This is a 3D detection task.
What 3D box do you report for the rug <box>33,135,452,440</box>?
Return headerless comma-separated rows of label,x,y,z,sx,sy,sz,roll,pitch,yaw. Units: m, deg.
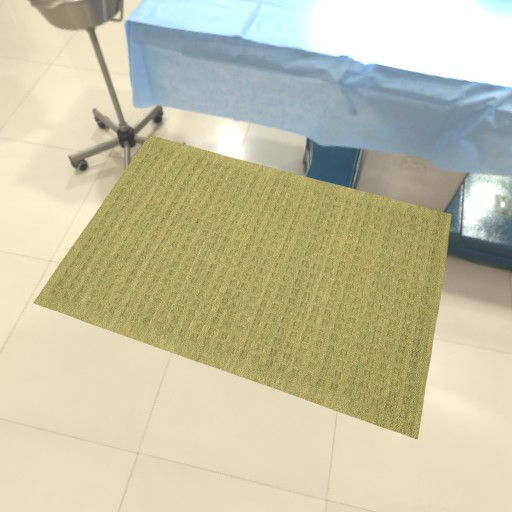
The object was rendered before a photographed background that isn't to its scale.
rug,0.000,0.000,2.833,2.297,0.007,1.529,17,59,10
